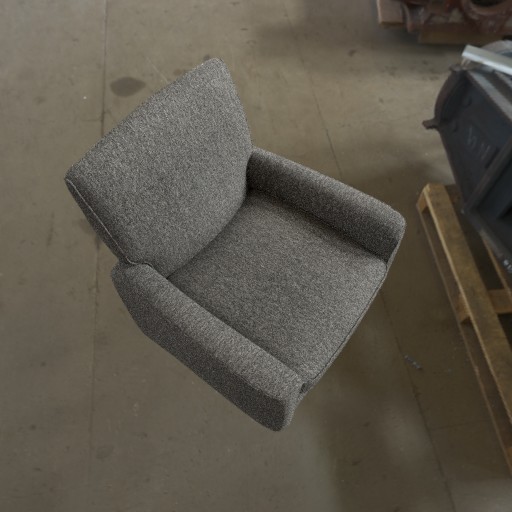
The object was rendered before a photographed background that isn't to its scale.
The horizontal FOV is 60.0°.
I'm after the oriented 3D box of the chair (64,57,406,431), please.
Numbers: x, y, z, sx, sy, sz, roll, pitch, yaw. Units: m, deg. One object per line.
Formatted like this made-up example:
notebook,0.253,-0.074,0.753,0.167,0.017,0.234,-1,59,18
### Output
chair,0.000,0.000,1.627,0.864,1.014,0.848,32,64,18
